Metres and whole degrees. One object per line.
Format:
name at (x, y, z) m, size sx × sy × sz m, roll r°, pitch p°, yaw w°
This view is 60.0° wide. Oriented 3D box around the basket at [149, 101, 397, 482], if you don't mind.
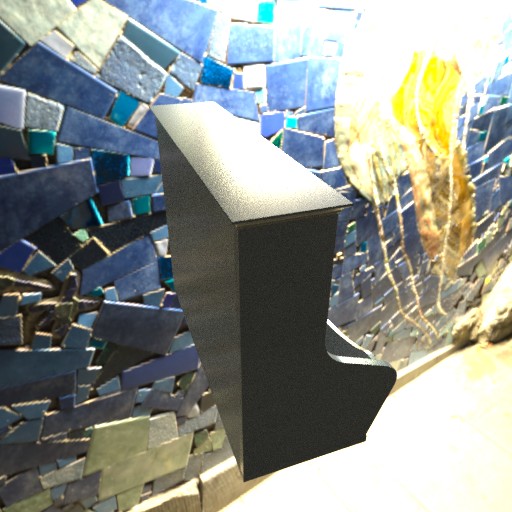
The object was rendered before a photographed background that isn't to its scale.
basket at (0.000, 0.000, 1.109) m, size 0.350 × 0.600 × 0.780 m, roll -10°, pitch 32°, yaw -17°
